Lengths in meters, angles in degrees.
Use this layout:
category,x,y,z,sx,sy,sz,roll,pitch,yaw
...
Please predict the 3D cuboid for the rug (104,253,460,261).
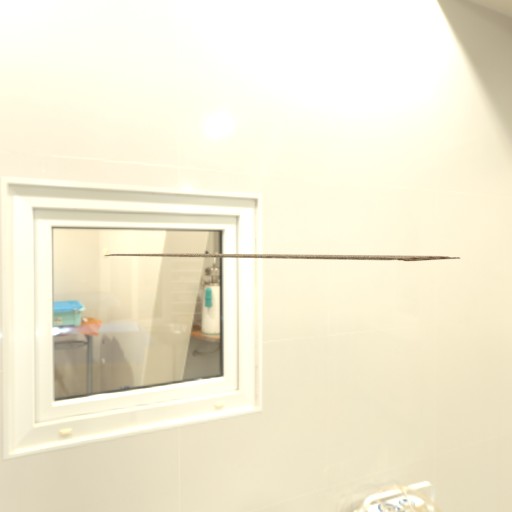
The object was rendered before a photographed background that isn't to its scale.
category,x,y,z,sx,sy,sz,roll,pitch,yaw
rug,0.000,0.000,2.841,1.324,0.018,2.378,-1,1,-36
